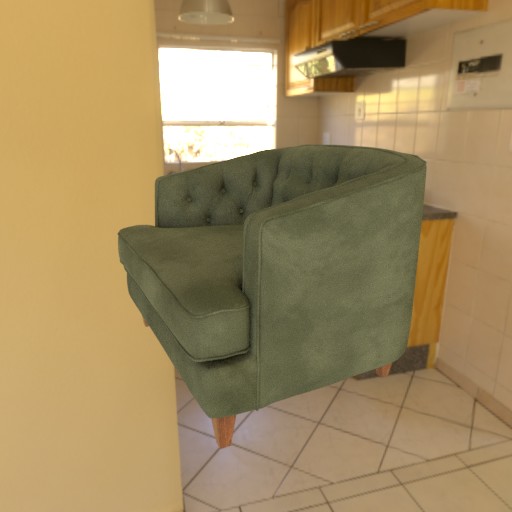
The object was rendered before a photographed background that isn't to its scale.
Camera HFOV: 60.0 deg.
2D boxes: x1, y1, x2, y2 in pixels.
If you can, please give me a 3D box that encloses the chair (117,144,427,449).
[{"bbox_3d":[0.000,0.000,1.794,0.941,0.852,1.104,-8,18,-26],"label":"chair"}]
